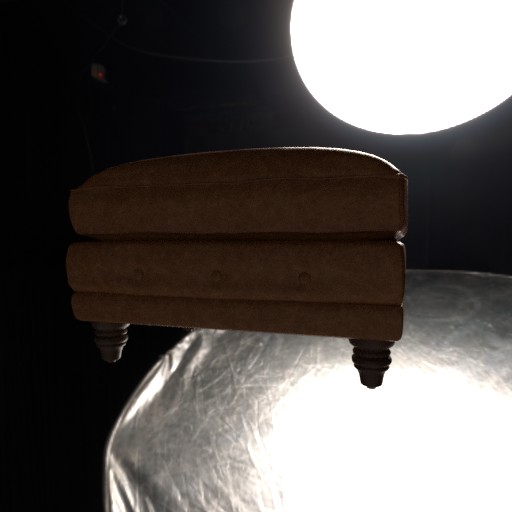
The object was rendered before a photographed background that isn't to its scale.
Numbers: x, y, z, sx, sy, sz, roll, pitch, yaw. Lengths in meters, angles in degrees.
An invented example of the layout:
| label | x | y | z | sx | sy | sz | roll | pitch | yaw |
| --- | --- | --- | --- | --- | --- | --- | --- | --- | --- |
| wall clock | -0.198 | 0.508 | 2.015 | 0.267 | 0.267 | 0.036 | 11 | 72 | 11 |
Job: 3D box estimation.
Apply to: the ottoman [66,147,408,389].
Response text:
| label | x | y | z | sx | sy | sz | roll | pitch | yaw |
| --- | --- | --- | --- | --- | --- | --- | --- | --- | --- |
| ottoman | 0.000 | 0.000 | 1.097 | 0.710 | 0.480 | 0.533 | 0 | 1 | 19 |
